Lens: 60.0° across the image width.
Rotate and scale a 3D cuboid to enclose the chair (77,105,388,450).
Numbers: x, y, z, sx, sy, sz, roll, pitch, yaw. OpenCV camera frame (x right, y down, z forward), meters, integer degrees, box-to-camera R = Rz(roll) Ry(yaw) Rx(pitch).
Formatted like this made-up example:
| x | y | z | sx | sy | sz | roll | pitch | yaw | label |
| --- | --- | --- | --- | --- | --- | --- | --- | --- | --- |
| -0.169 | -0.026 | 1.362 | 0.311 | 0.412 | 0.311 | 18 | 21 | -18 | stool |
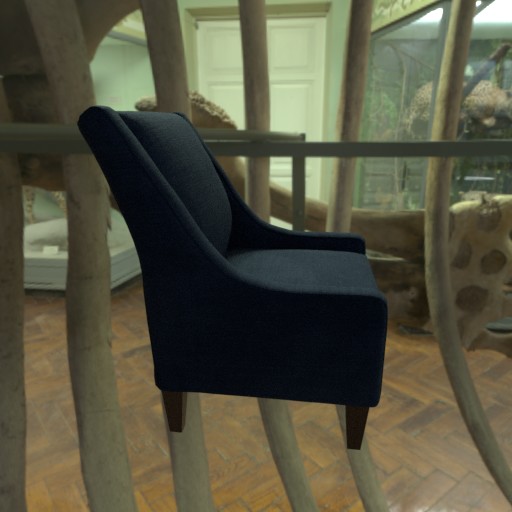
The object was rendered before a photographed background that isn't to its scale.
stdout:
| x | y | z | sx | sy | sz | roll | pitch | yaw | label |
| --- | --- | --- | --- | --- | --- | --- | --- | --- | --- |
| 0.000 | 0.000 | 1.606 | 0.870 | 1.014 | 0.774 | 2 | 17 | 8 | chair |
